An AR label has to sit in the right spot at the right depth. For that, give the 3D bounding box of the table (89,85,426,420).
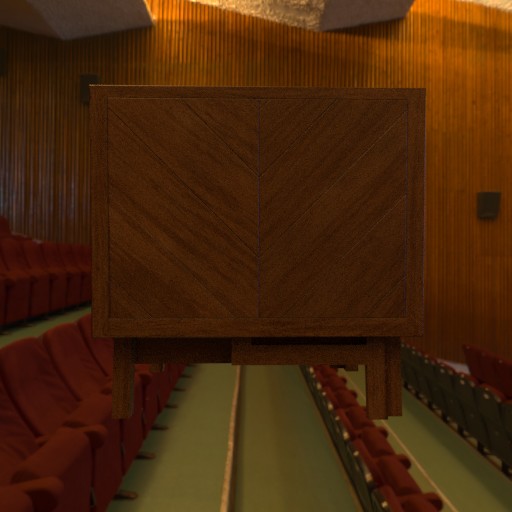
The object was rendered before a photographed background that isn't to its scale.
[{"bbox_3d":[0.000,0.000,1.274,0.746,0.763,0.591,0,0,-1],"label":"table"}]
